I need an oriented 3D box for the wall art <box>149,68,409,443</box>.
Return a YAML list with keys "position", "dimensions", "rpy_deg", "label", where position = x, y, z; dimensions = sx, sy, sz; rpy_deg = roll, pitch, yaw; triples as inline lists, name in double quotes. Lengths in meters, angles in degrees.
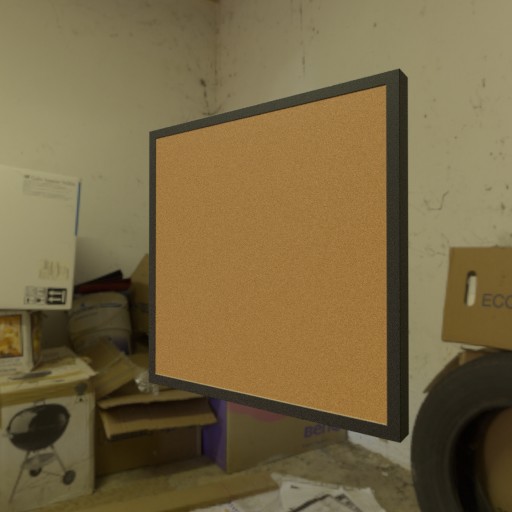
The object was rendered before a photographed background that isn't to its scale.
- position: [0.000, 0.000, 0.761]
  dimensions: [0.506, 0.506, 0.037]
  rpy_deg: [0, -1, 36]
  label: "wall art"
